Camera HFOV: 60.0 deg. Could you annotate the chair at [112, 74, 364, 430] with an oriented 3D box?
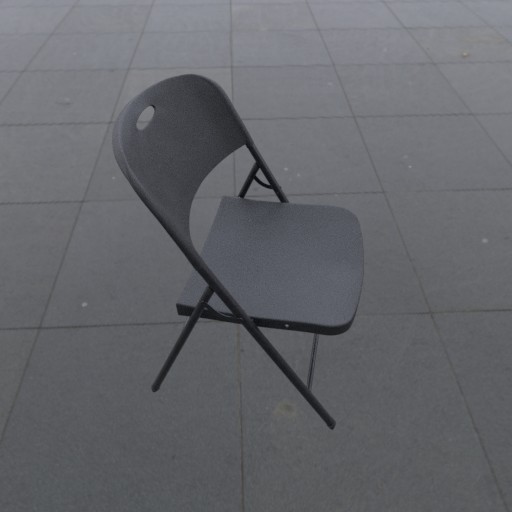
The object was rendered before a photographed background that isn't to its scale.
[{"bbox_3d":[0.000,0.000,1.180,0.567,0.810,0.494,9,47,8],"label":"chair"}]
